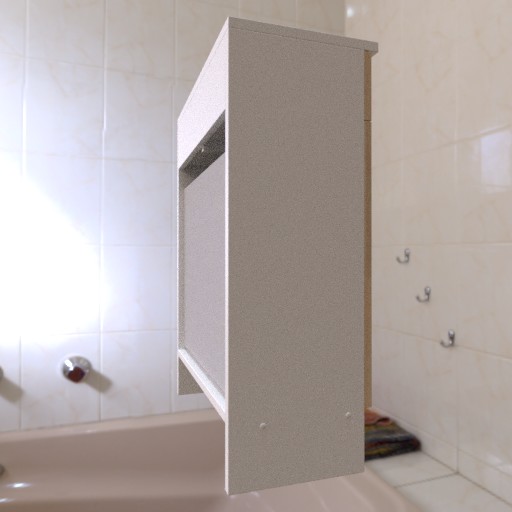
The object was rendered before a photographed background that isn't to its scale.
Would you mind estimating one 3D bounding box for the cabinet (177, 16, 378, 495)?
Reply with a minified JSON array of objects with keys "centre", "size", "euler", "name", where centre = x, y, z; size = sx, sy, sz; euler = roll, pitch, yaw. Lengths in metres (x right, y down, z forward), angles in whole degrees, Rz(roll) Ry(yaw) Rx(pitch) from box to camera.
[{"centre":[0.000,0.000,1.082],"size":[0.296,0.815,0.600],"euler":[0,0,-18],"name":"cabinet"}]
